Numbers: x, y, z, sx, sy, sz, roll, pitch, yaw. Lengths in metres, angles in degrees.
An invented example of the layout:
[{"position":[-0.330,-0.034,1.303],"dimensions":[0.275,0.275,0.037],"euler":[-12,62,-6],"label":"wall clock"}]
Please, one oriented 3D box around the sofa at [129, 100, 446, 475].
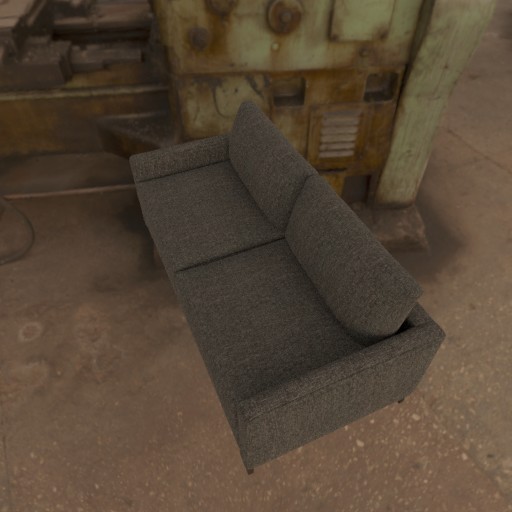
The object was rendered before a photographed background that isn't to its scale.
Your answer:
[{"position":[0.000,0.000,2.239],"dimensions":[0.866,0.862,1.716],"euler":[-18,49,-16],"label":"sofa"}]
